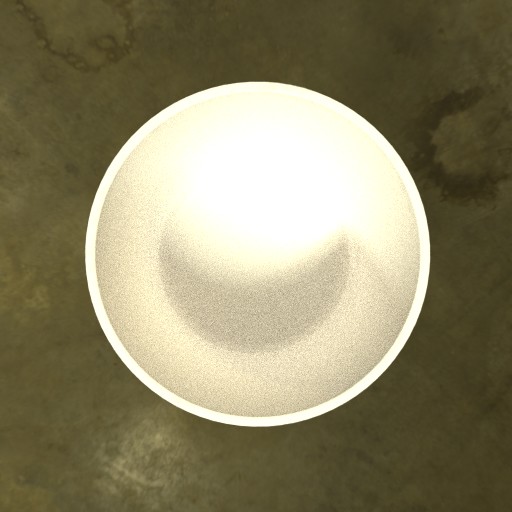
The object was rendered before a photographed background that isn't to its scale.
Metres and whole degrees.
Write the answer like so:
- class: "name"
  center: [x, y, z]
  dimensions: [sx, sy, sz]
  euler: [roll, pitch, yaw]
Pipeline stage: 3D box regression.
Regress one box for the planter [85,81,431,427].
- class: "planter"
  center: [0.000, 0.000, 0.383]
  dimensions: [0.221, 0.201, 0.221]
  euler: [0, 89, -1]
